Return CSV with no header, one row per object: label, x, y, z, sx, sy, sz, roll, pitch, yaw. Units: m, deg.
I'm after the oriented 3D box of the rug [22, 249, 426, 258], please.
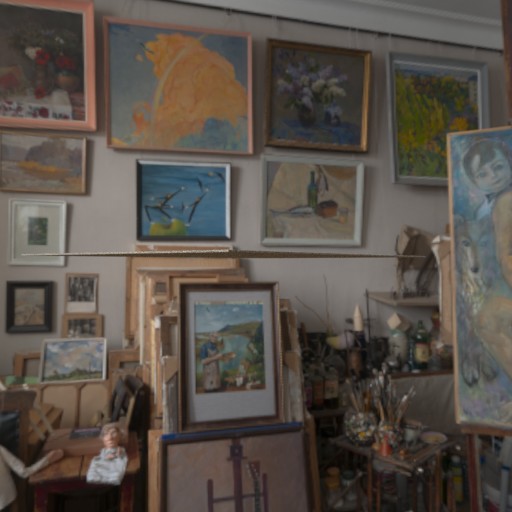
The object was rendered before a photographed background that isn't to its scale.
rug,0.000,0.000,2.214,1.142,0.006,1.752,-1,-1,37
